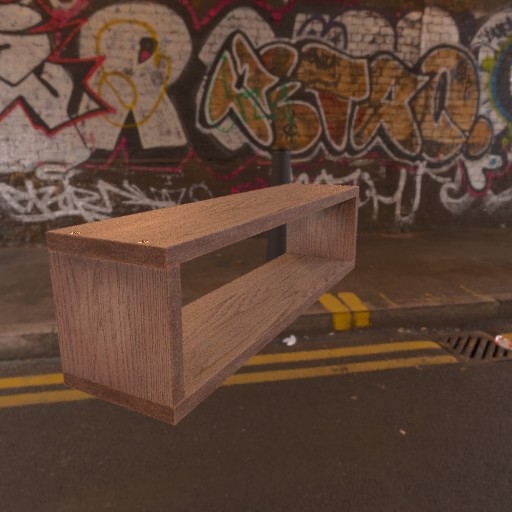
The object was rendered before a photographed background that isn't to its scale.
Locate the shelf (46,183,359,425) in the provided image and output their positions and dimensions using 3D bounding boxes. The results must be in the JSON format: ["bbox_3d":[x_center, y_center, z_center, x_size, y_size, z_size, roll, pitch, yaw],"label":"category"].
[{"bbox_3d":[0.000,0.000,0.687,0.150,0.170,0.610,7,16,27],"label":"shelf"}]
